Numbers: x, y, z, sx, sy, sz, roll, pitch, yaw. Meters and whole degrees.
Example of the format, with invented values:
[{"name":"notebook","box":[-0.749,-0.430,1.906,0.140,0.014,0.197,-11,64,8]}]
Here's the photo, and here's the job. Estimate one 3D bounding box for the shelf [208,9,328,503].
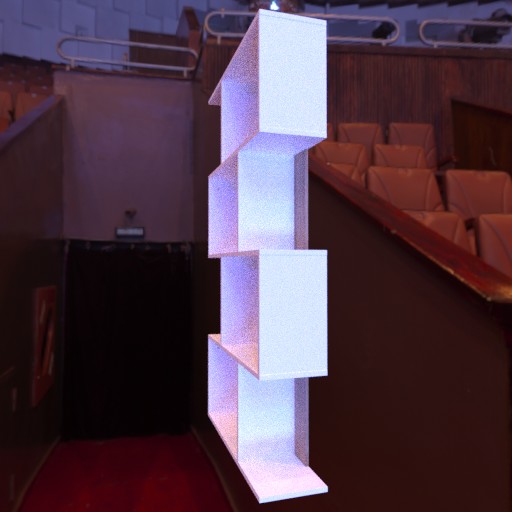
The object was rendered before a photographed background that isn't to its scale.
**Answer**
[{"name":"shelf","box":[0.000,0.000,1.941,0.250,1.650,0.890,0,-1,-17]}]
